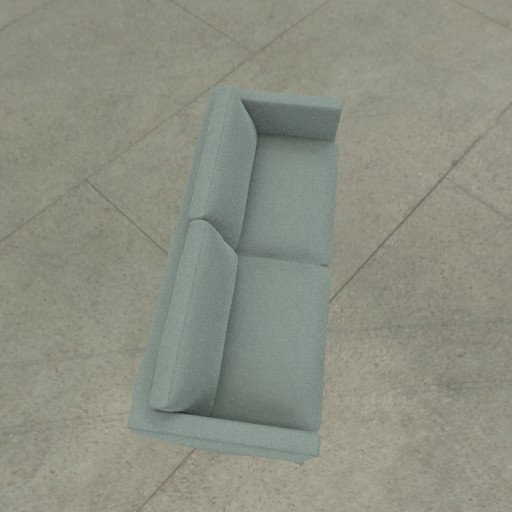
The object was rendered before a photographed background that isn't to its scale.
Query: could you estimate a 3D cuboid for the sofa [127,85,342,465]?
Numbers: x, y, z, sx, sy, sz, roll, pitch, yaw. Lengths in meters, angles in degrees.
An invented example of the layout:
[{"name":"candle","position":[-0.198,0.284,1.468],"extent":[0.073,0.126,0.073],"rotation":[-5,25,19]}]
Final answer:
[{"name":"sofa","position":[0.000,0.000,2.835],"extent":[0.962,0.853,2.312],"rotation":[7,64,3]}]
